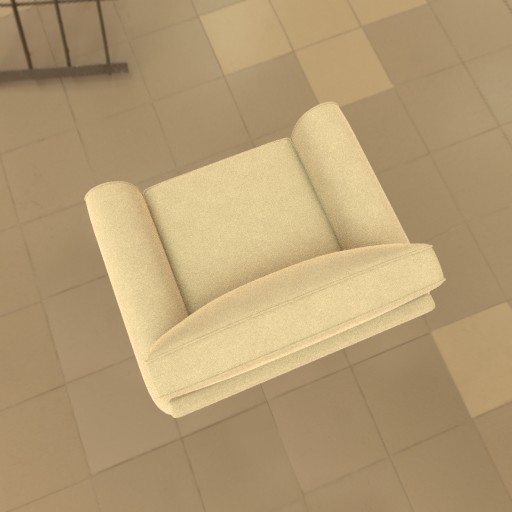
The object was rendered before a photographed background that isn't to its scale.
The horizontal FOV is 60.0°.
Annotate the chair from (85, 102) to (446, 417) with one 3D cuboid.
[{"bbox_3d":[0.000,0.000,1.692,1.040,0.955,0.863,-22,77,-5],"label":"chair"}]
